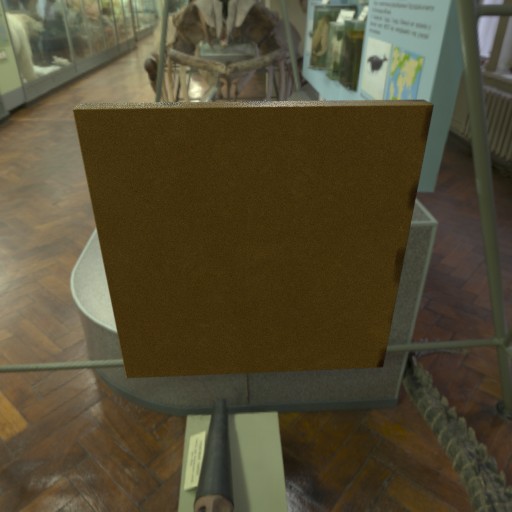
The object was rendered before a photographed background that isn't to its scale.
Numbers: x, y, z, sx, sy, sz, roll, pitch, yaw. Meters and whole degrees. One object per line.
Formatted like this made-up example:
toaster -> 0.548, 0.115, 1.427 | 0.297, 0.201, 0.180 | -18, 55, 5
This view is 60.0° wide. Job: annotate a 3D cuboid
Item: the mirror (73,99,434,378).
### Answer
mirror -> 0.000, 0.000, 0.766 | 0.509, 0.507, 0.042 | -2, 30, -3
